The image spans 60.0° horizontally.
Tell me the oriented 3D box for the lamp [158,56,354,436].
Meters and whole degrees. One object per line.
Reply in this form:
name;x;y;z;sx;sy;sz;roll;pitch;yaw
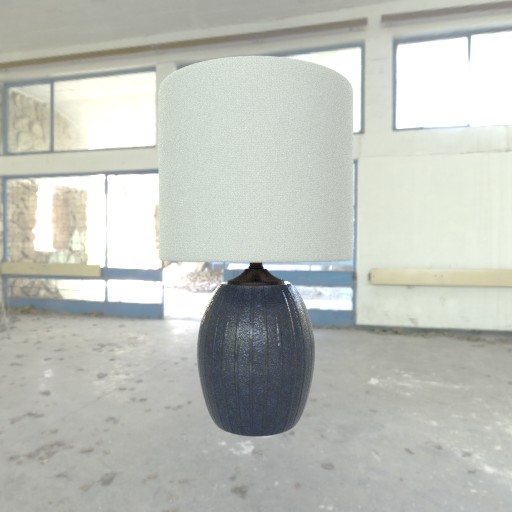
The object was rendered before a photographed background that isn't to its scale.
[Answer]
lamp;0.000;0.000;0.768;0.329;0.570;0.329;0;1;16
